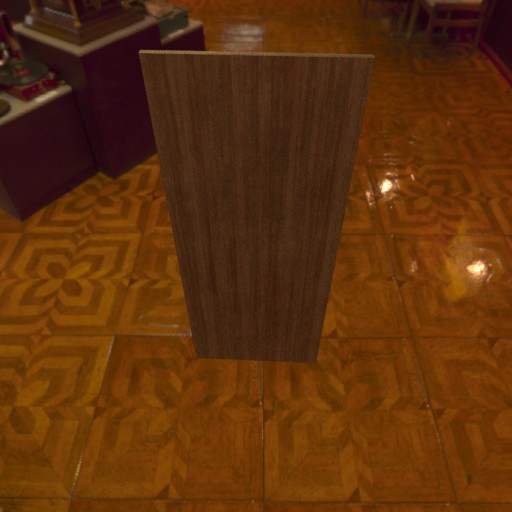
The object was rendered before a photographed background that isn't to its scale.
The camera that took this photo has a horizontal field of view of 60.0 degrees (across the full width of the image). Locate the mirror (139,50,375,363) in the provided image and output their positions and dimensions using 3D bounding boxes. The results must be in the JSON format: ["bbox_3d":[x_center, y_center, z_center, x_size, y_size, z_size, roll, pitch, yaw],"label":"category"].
[{"bbox_3d":[0.000,0.000,2.269,0.812,2.032,0.025,2,47,2],"label":"mirror"}]
